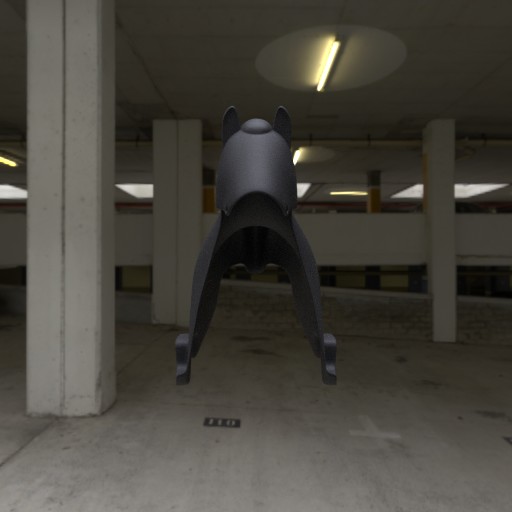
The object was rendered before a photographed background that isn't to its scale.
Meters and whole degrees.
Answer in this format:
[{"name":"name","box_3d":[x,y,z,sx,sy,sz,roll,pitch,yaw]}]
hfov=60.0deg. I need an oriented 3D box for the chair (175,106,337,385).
[{"name":"chair","box_3d":[0.000,0.000,1.176,0.429,0.612,0.800,0,0,0]}]
